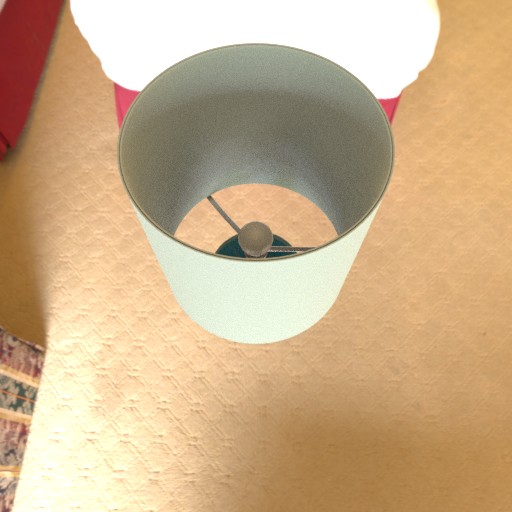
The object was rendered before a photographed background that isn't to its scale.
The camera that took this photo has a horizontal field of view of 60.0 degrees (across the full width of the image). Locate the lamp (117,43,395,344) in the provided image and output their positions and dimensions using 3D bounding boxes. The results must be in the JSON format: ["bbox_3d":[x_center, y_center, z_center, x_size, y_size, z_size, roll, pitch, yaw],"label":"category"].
[{"bbox_3d":[0.000,0.000,0.479,0.193,0.377,0.193,-33,68,-15],"label":"lamp"}]
